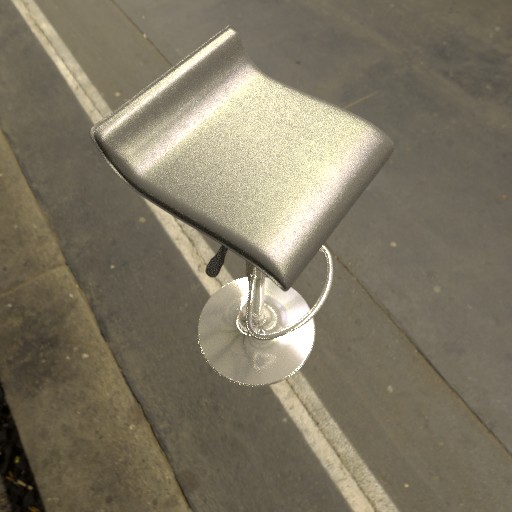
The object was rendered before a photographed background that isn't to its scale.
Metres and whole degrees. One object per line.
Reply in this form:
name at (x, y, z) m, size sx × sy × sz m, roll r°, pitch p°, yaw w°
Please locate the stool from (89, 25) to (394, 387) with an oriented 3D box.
stool at (0.000, 0.000, 1.068) m, size 0.381 × 0.851 × 0.381 m, roll 31°, pitch 62°, yaw 18°
